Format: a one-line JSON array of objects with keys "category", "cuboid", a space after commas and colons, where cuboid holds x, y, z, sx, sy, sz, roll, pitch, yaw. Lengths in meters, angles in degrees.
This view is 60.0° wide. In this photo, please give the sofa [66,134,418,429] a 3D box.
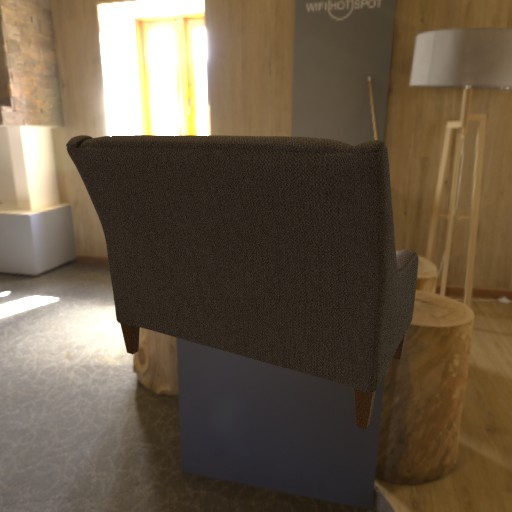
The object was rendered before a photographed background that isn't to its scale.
[{"category": "sofa", "cuboid": [0.000, 0.000, 1.923, 1.242, 1.022, 0.873, 9, 18, 28]}]
